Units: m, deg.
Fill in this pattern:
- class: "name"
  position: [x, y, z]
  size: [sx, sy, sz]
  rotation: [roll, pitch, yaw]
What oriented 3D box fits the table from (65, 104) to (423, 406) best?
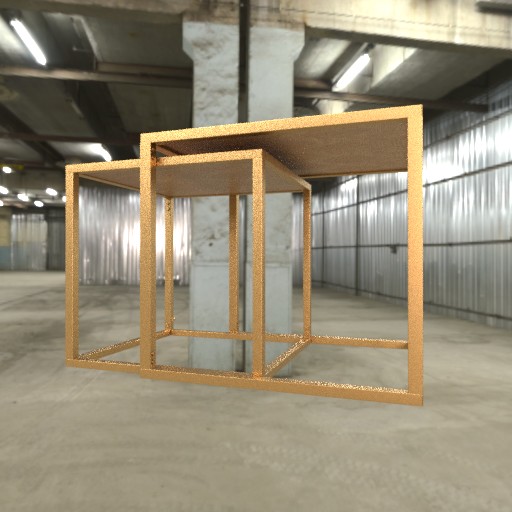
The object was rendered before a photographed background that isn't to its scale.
- class: "table"
  position: [0.000, 0.000, 1.098]
  size: [0.762, 0.505, 0.505]
  rotation: [0, 0, 19]
